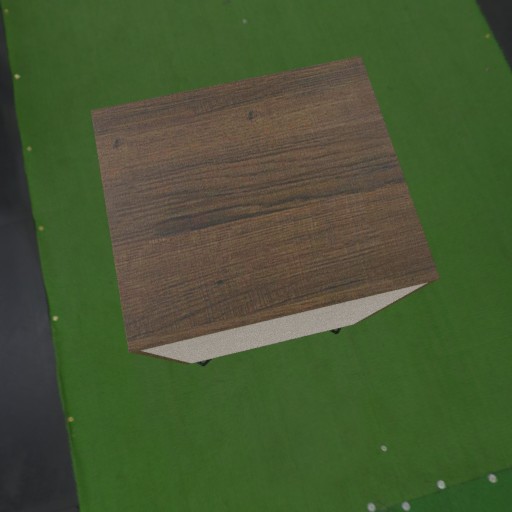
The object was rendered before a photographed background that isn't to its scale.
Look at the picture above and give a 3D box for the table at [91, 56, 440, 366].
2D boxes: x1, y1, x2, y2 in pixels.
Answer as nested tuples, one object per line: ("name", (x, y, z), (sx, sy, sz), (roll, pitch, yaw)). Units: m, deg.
("table", (0.000, 0.000, 1.191), (0.526, 0.866, 0.457), (-13, 75, -4))
